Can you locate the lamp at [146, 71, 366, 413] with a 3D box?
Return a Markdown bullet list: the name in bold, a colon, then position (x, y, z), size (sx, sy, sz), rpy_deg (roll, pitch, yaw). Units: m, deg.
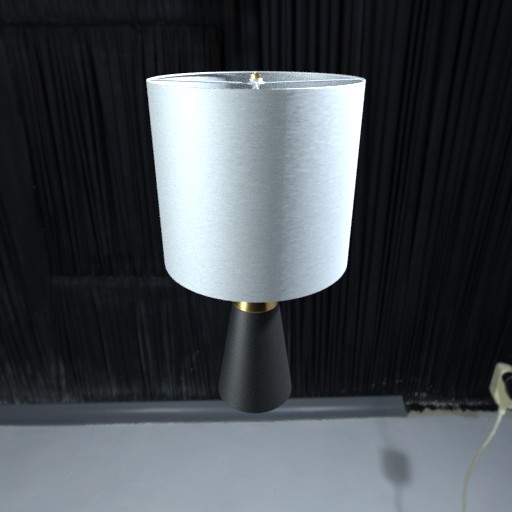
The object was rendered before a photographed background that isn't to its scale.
- **lamp**: position (0.000, 0.000, 0.762), size (0.308, 0.580, 0.308), rpy_deg (0, 26, -1)
